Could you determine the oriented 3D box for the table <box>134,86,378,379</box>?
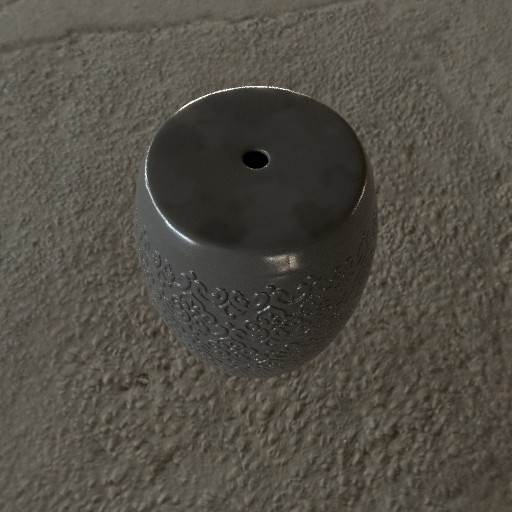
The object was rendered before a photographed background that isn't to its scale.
[{"bbox_3d":[0.000,0.000,0.626,0.309,0.397,0.309,0,59,0],"label":"table"}]
